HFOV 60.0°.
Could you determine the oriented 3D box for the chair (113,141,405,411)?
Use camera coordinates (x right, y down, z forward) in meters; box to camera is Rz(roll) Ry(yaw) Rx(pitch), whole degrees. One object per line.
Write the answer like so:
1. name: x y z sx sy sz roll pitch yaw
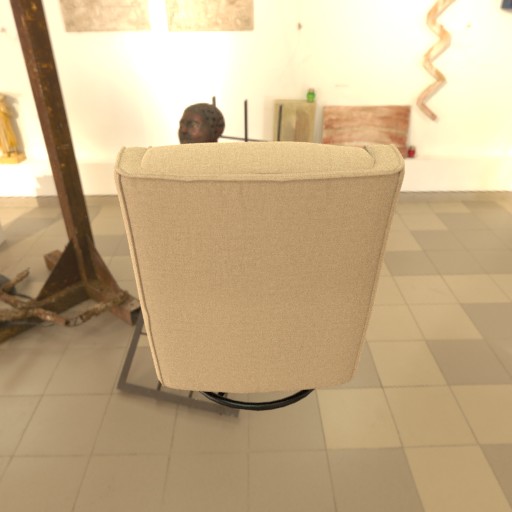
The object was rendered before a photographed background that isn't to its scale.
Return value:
1. chair: 0.000 0.000 1.567 0.732 0.993 0.879 -1 31 -1
